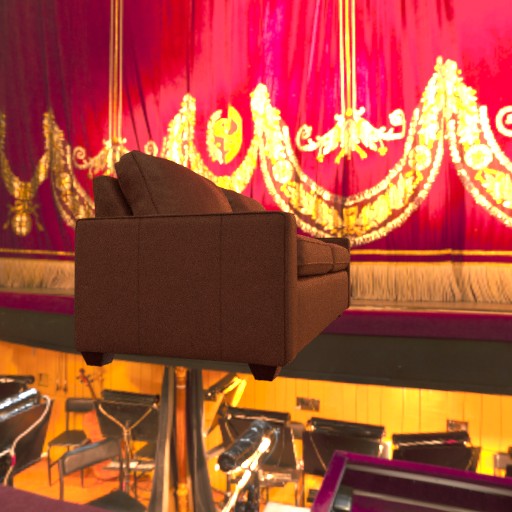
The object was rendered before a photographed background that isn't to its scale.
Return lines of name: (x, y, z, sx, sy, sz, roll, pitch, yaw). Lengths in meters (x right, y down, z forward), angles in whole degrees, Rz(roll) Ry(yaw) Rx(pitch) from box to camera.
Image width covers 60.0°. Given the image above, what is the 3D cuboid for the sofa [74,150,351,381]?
sofa: (0.000, 0.000, 2.630, 0.940, 0.919, 2.080, 0, -1, 18)
